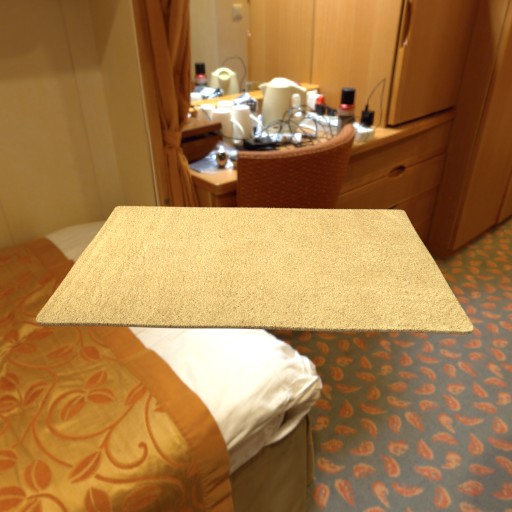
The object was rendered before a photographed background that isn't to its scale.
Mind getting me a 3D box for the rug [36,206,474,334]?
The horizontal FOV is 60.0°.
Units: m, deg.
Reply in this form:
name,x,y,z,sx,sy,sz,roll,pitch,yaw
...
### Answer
name,x,y,z,sx,sy,sz,roll,pitch,yaw
rug,0.000,0.000,2.985,2.349,0.025,1.500,1,31,2
